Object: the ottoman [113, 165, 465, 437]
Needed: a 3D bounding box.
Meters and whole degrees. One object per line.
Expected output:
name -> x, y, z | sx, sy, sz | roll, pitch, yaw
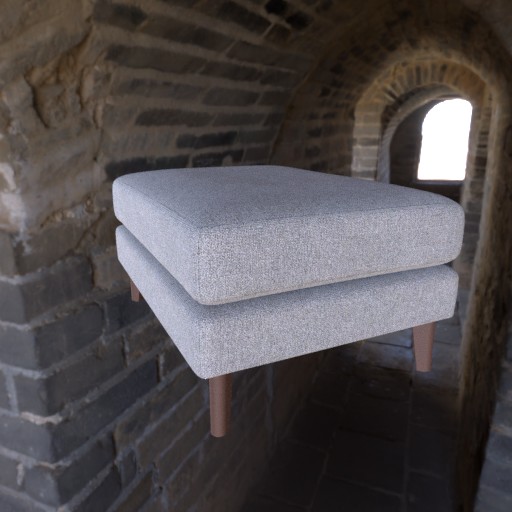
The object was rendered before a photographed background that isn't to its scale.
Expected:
ottoman -> 0.000, 0.000, 1.195 | 0.611, 0.441, 0.821 | -8, 18, -25
